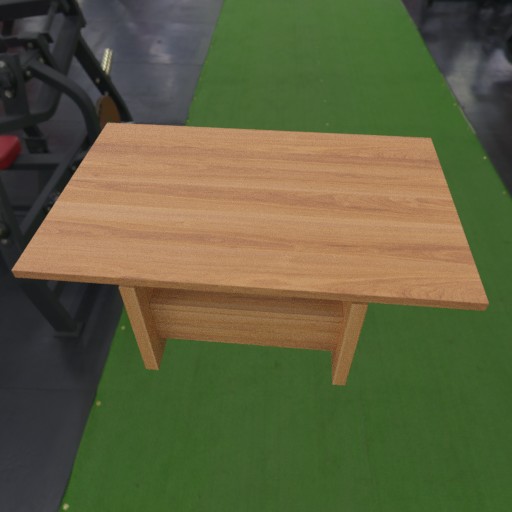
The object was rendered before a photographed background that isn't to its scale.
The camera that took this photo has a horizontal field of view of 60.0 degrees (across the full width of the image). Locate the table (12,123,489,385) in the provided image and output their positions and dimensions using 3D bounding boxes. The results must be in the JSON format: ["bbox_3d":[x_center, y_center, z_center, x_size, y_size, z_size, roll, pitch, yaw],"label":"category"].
[{"bbox_3d":[0.000,0.000,1.440,1.100,0.510,0.700,4,46,4],"label":"table"}]
